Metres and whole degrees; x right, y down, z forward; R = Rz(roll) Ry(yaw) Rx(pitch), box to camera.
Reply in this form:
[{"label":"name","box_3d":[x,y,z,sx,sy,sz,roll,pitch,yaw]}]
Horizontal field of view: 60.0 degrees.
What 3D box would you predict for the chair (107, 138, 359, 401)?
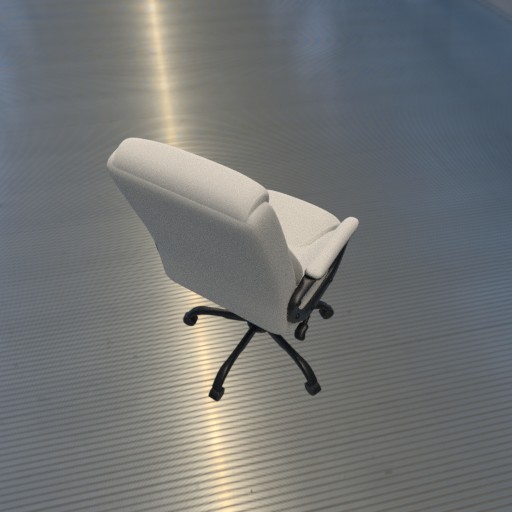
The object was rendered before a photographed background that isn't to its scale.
[{"label":"chair","box_3d":[0.000,0.000,1.484,0.663,1.065,0.669,25,51,22]}]
